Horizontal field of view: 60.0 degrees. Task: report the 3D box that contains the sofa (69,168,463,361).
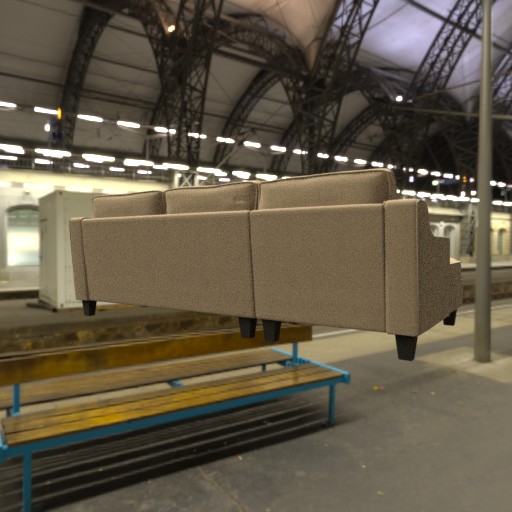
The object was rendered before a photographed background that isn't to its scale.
[{"bbox_3d":[0.000,0.000,3.188,2.561,0.928,1.294,1,2,33],"label":"sofa"}]
